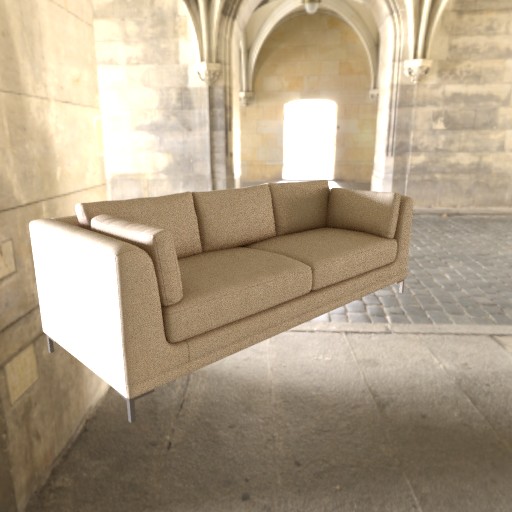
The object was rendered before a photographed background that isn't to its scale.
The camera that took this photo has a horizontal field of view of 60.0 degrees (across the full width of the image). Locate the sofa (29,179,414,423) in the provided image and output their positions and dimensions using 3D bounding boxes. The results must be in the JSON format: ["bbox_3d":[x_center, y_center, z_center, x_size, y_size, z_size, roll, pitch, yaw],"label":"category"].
[{"bbox_3d":[0.000,0.000,2.898,2.415,0.867,0.969,-14,20,-43],"label":"sofa"}]
